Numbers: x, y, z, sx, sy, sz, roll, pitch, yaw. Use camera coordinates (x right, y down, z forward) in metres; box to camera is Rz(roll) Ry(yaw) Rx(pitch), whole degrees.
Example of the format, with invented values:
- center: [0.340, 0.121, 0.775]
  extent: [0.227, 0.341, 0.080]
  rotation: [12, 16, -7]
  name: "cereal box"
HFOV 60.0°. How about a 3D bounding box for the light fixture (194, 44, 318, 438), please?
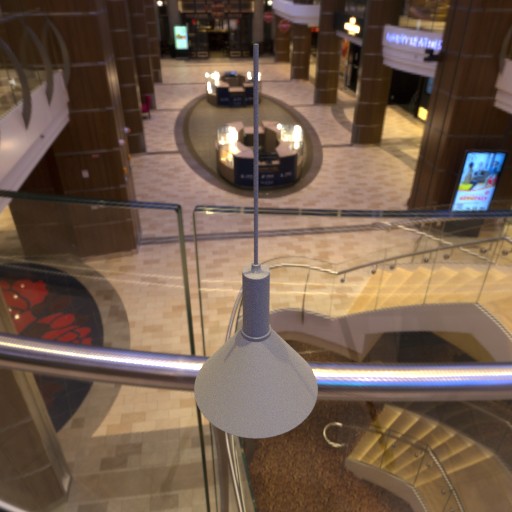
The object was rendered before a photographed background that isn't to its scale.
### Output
- center: [0.000, 0.000, 0.786]
  extent: [0.267, 0.683, 0.267]
  rotation: [22, 38, 30]
  name: "light fixture"
